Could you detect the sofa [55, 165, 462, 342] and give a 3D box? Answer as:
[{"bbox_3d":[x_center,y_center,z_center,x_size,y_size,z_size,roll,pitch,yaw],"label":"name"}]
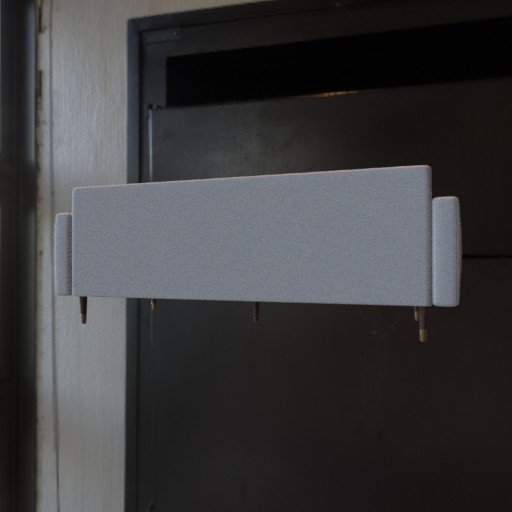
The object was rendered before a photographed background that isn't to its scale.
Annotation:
[{"bbox_3d":[0.000,0.000,2.770,2.291,0.821,0.990,0,-1,18],"label":"sofa"}]
